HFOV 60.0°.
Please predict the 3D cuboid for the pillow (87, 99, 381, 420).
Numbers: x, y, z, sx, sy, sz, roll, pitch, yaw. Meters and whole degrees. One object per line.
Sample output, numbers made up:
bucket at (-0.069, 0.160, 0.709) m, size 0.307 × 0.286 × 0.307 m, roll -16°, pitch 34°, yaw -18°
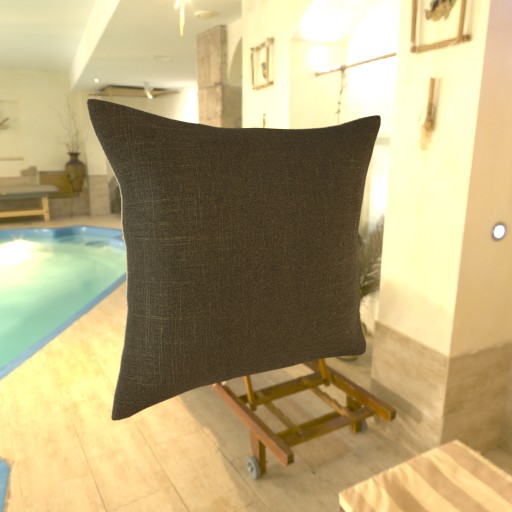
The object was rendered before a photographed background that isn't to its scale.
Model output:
pillow at (0.000, 0.000, 0.691) m, size 0.468 × 0.444 × 0.138 m, roll -7°, pitch 15°, yaw -26°
